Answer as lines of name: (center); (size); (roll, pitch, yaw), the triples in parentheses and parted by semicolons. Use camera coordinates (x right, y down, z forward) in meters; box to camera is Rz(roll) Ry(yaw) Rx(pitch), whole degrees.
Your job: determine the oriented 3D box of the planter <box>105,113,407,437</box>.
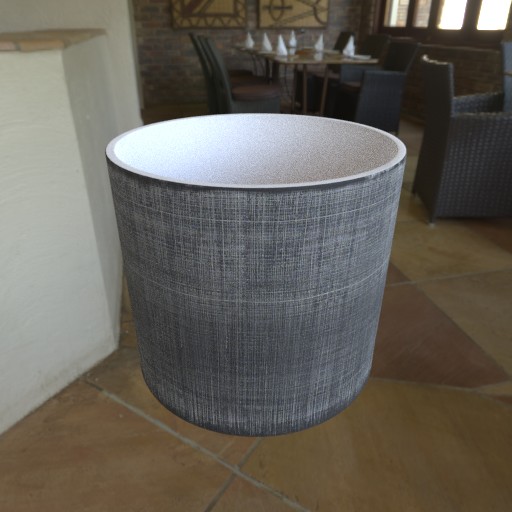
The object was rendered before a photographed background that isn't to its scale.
planter: (0.000, 0.000, 0.385); (0.221, 0.201, 0.221); (0, 28, 0)
